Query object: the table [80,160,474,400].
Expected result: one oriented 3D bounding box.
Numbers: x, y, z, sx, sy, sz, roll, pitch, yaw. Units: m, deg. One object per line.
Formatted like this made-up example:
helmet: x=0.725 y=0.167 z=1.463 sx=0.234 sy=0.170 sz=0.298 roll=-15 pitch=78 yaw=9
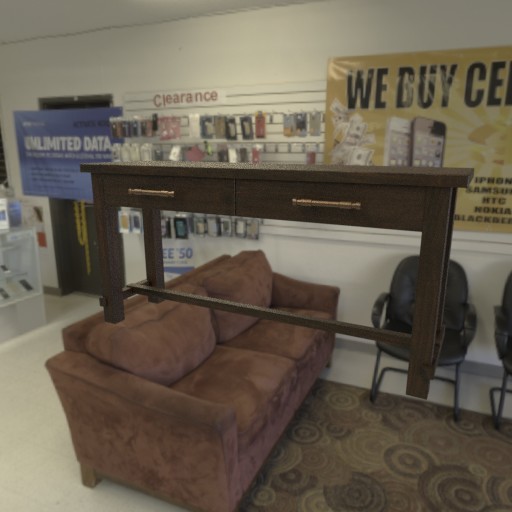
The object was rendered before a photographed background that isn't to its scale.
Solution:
table: x=0.000 y=0.000 z=1.904 sx=1.599 sy=0.762 sz=0.442 roll=7 pitch=16 yaw=26
